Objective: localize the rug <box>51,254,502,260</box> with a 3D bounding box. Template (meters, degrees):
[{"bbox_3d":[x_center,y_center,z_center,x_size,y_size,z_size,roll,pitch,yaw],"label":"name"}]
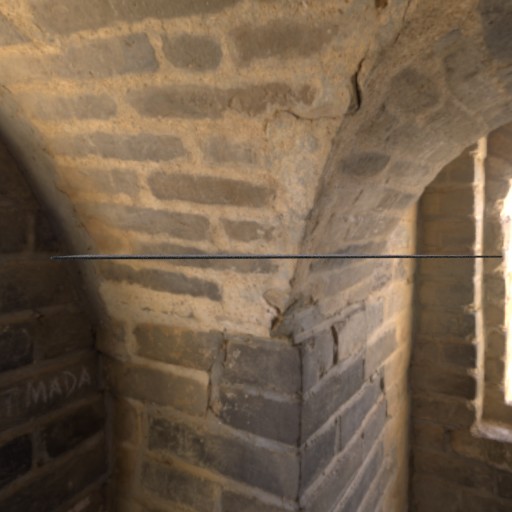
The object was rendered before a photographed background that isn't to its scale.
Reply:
[{"bbox_3d":[0.000,0.000,3.971,3.050,0.016,2.441,0,0,-17],"label":"rug"}]
